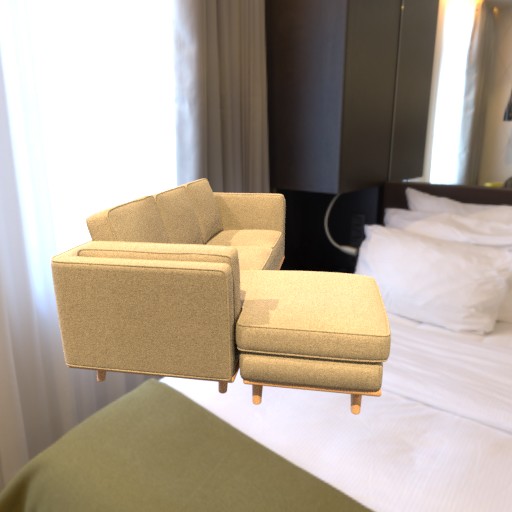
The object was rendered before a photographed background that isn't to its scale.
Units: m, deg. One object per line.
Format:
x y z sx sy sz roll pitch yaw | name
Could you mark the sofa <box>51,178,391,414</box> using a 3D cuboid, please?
0.000 0.000 3.136 1.604 0.929 2.411 3 15 9 | sofa
